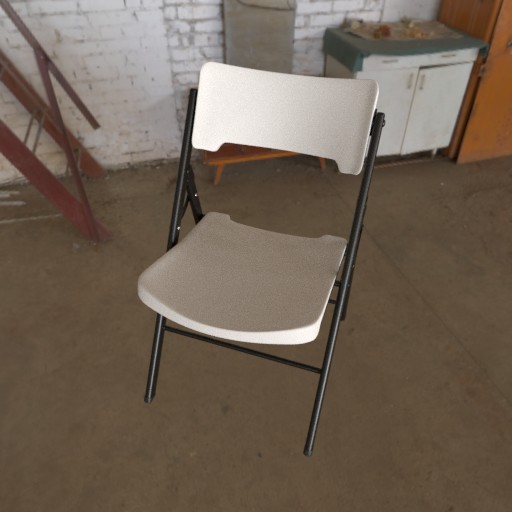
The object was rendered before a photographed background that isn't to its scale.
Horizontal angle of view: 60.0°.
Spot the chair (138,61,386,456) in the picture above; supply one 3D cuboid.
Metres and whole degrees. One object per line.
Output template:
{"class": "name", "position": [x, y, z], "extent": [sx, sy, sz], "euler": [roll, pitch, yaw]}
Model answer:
{"class": "chair", "position": [0.000, 0.000, 1.111], "extent": [0.482, 0.765, 0.577], "euler": [13, 42, 14]}
